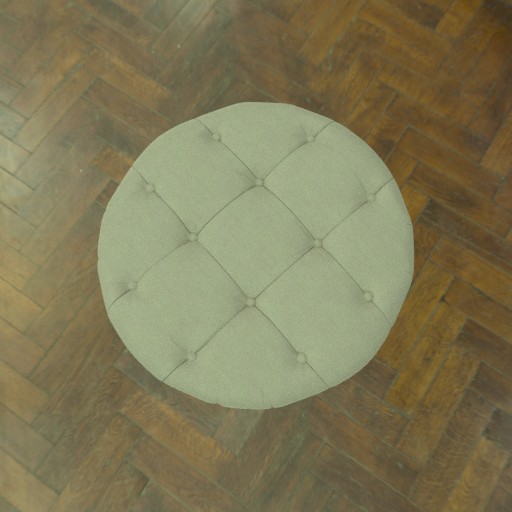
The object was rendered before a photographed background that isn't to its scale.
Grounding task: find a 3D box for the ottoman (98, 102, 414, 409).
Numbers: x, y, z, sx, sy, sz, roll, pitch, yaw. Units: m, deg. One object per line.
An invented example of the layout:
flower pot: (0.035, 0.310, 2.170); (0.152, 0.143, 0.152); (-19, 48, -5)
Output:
ottoman: (0.000, 0.000, 1.400); (0.901, 0.439, 0.901); (0, 76, 0)
